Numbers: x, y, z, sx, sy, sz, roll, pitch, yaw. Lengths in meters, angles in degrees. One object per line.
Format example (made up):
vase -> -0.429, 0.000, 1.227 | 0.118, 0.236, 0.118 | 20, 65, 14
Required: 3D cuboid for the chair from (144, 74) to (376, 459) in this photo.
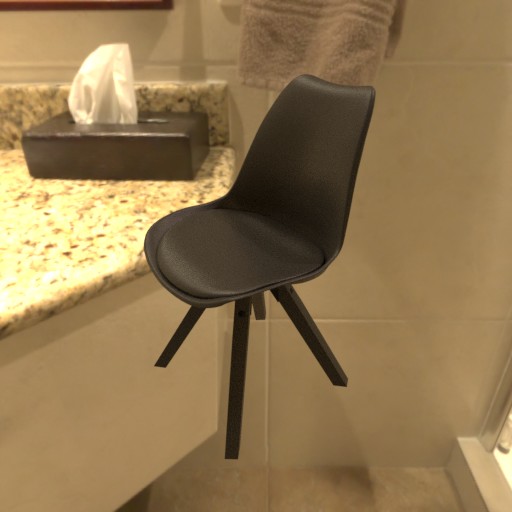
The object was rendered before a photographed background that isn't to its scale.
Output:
chair -> 0.000, 0.000, 1.202 | 0.550, 0.850, 0.485 | -21, 37, -31
